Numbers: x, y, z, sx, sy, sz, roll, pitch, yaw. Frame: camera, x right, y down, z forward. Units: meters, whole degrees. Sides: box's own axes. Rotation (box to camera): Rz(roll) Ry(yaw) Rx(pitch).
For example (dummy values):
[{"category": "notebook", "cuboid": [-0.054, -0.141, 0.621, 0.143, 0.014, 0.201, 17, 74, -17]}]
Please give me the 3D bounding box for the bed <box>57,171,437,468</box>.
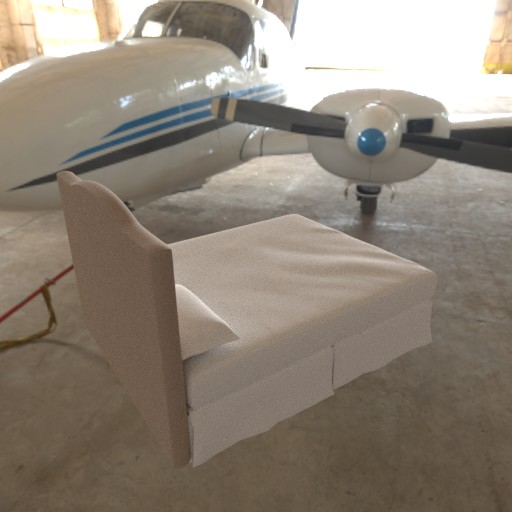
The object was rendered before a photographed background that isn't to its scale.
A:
[{"category": "bed", "cuboid": [0.000, 0.000, 3.370, 2.282, 1.436, 1.821, -16, 29, -31]}]
